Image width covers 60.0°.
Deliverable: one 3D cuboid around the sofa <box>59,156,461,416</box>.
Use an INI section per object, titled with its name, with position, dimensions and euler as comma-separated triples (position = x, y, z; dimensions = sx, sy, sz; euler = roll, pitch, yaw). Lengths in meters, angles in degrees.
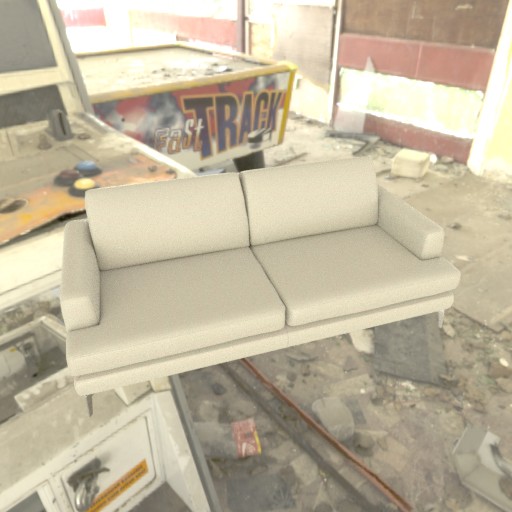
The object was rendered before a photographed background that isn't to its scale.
[sofa]
position = 0.000, 0.000, 2.400
dimensions = 1.940, 0.765, 0.974
euler = -10, 33, -16
